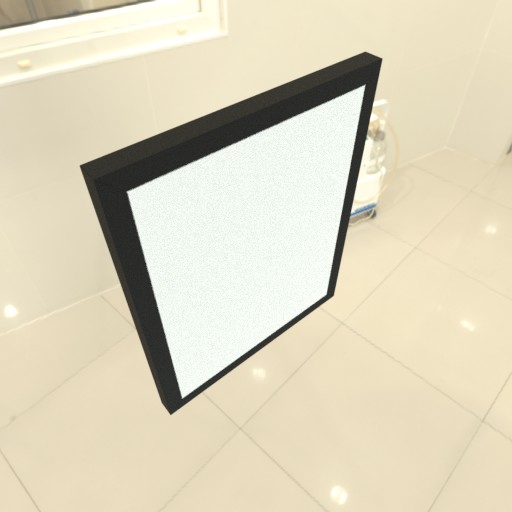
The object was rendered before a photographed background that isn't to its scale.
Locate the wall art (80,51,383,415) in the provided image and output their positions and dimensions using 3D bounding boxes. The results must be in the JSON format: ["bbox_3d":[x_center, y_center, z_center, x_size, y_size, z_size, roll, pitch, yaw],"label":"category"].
[{"bbox_3d":[0.000,0.000,0.549,0.329,0.404,0.024,-31,54,-26],"label":"wall art"}]
